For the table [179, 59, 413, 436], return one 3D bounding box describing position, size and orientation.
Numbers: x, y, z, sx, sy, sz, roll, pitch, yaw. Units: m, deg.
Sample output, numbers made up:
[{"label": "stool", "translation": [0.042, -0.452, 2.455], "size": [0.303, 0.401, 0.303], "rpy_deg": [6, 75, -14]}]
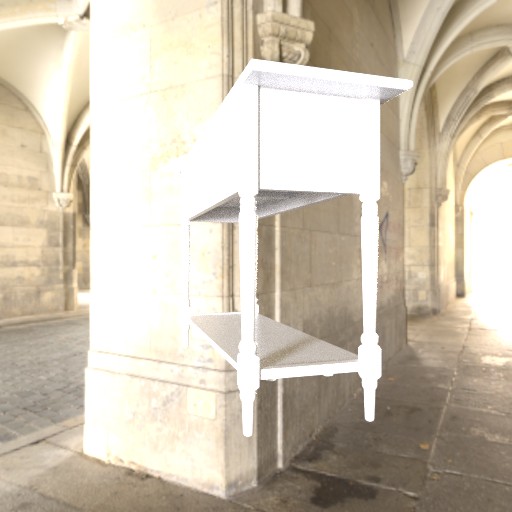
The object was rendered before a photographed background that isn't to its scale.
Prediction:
[{"label": "table", "translation": [0.000, 0.000, 1.527], "size": [0.384, 0.808, 1.197], "rpy_deg": [0, 0, -17]}]
